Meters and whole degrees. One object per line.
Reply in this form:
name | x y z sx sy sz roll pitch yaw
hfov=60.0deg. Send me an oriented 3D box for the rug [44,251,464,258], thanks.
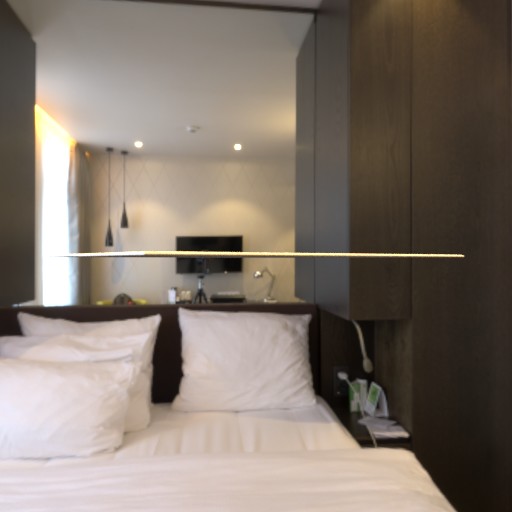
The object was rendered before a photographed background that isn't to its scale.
rug | 0.000 0.000 2.862 2.202 0.014 1.598 0 -1 -37
